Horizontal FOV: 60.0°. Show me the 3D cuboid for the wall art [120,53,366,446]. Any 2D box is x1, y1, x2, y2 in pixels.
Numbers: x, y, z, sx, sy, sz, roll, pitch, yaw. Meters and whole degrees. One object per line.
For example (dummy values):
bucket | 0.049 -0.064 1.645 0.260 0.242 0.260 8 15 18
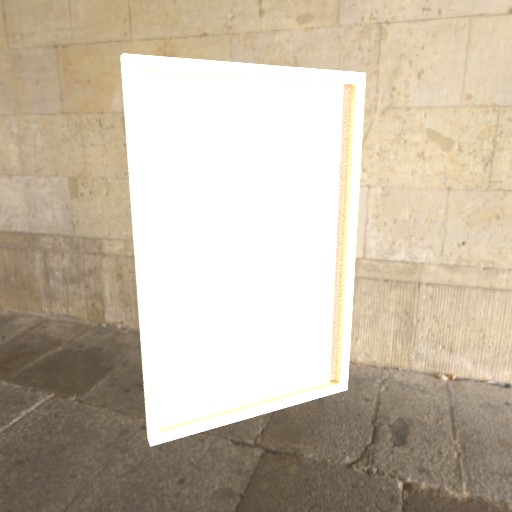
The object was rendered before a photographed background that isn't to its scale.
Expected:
wall art | 0.000 0.000 1.143 0.607 0.912 0.038 -7 16 -25
